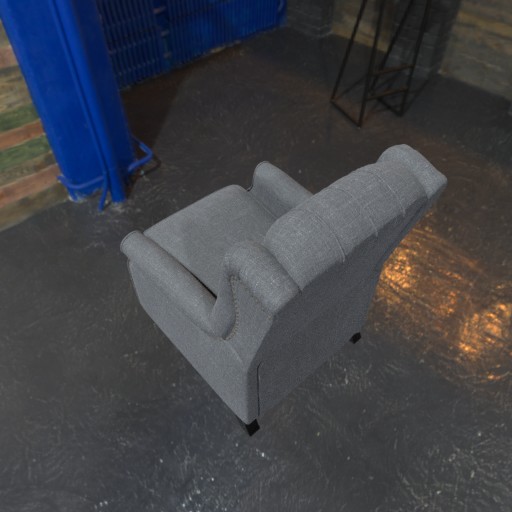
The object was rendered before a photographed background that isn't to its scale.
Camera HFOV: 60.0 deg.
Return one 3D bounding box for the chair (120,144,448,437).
[{"bbox_3d":[0.000,0.000,1.637,0.742,1.035,0.898,-33,56,-26],"label":"chair"}]
